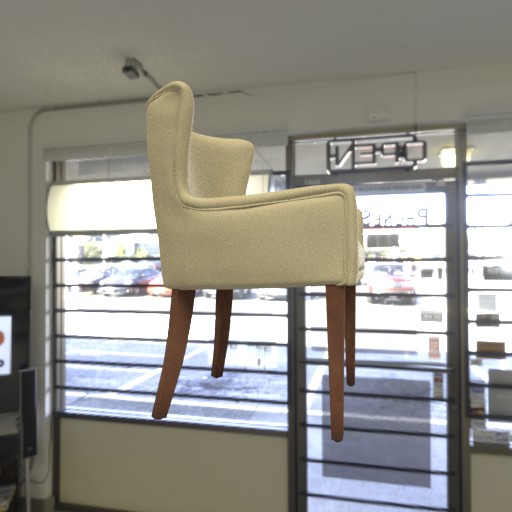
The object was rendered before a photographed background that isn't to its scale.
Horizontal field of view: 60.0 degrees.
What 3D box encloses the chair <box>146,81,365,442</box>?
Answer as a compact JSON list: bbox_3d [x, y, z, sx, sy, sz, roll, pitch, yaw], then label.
[{"bbox_3d":[0.000,0.000,1.462,0.686,0.952,0.660,0,-1,16],"label":"chair"}]
